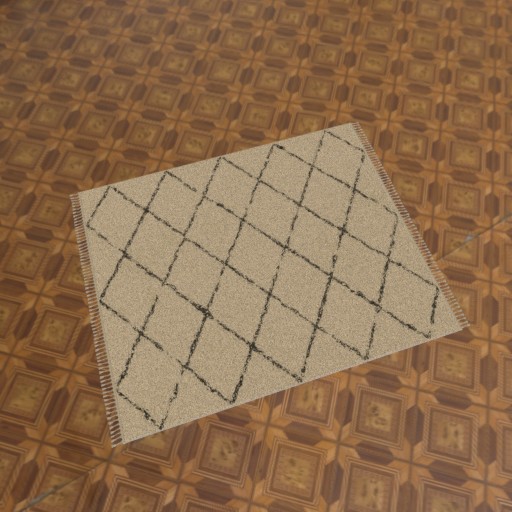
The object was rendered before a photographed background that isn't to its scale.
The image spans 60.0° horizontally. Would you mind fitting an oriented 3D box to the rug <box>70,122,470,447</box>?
[{"bbox_3d":[0.000,0.000,4.028,3.051,0.013,2.380,-16,65,-8],"label":"rug"}]
